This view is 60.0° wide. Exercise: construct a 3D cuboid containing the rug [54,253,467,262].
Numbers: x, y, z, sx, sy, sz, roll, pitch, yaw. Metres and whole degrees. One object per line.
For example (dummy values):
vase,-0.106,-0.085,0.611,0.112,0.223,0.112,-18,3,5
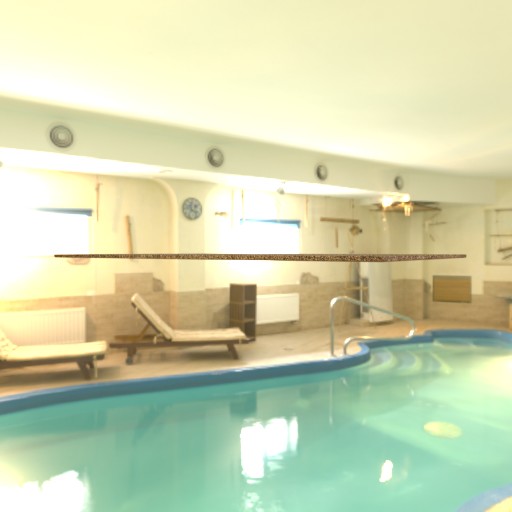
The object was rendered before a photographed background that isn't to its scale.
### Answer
rug,0.000,0.000,3.477,2.699,0.026,1.802,0,1,36
